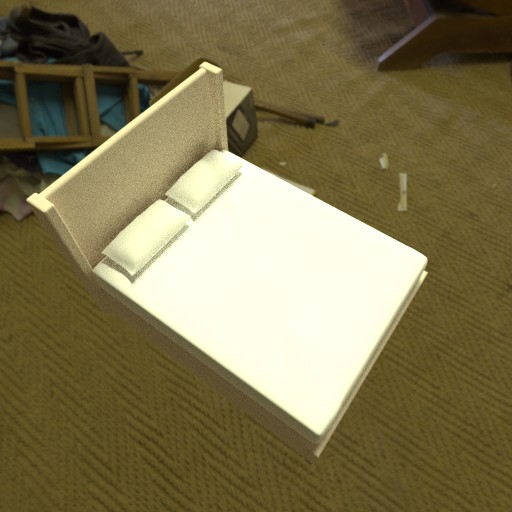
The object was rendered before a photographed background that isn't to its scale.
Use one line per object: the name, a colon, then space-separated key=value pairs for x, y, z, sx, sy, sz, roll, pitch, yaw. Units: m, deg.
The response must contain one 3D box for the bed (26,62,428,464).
bed: x=0.000 y=0.000 z=3.420 sx=2.293 sy=1.471 sz=1.778 roll=31 pitch=63 yaw=18
